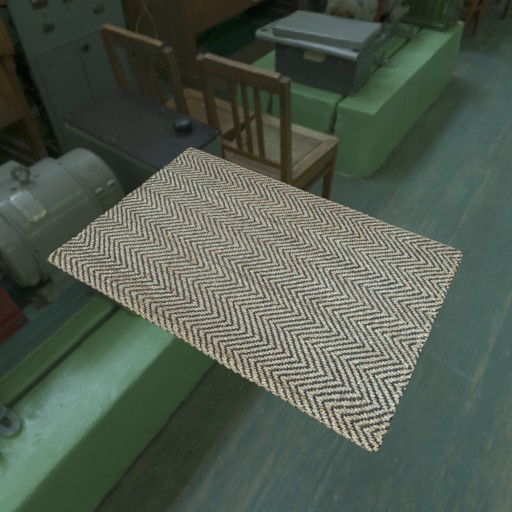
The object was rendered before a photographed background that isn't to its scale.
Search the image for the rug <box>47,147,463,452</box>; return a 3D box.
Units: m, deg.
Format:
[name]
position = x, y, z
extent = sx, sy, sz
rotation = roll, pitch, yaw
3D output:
[rug]
position = 0.000, 0.000, 2.317
extent = 1.828, 0.008, 1.219
rotation = 25, 52, 21
